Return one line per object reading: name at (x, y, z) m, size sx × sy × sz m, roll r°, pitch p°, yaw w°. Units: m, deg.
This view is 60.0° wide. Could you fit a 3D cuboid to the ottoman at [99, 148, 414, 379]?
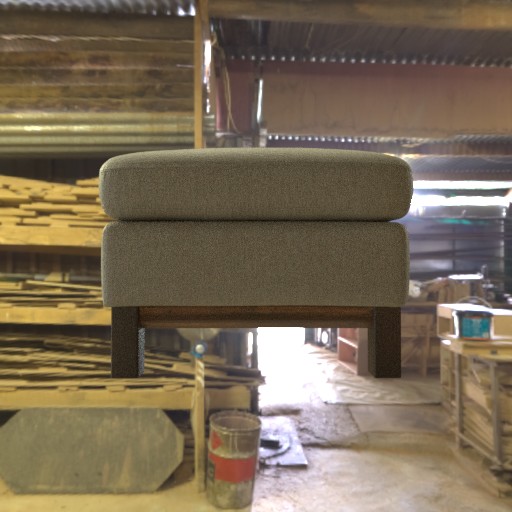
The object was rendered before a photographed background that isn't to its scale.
ottoman at (0.000, 0.000, 1.048) m, size 0.528 × 0.404 × 0.735 m, roll 0°, pitch -1°, yaw 0°
